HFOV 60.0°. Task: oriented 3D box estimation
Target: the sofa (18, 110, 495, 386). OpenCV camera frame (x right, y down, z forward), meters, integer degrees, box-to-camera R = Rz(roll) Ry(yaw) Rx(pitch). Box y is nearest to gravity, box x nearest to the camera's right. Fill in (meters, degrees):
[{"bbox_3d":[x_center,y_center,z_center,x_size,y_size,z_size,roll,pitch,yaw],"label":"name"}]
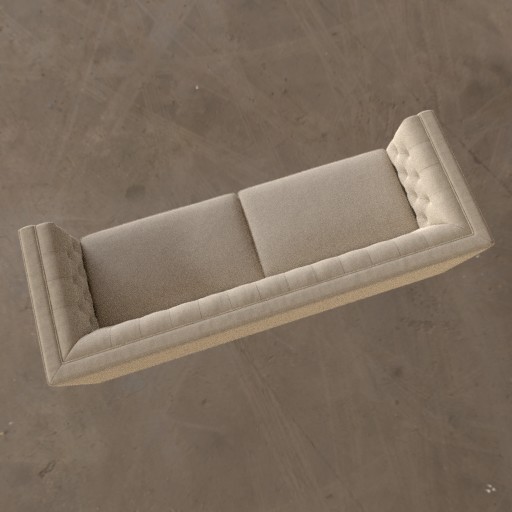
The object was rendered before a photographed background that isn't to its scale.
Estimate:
[{"bbox_3d":[0.000,0.000,2.478,2.159,0.762,0.775,-17,76,-4],"label":"sofa"}]
